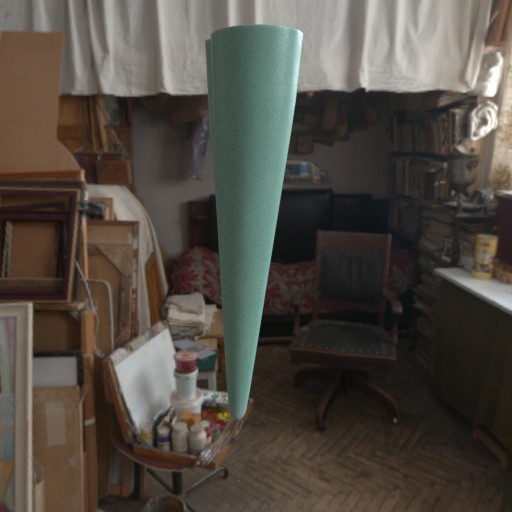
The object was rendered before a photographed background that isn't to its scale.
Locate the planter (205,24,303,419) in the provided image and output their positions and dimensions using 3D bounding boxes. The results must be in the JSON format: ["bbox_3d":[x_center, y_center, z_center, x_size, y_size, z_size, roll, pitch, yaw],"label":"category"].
[{"bbox_3d":[0.000,0.000,0.294,0.055,0.268,0.054,15,21,43],"label":"planter"}]
